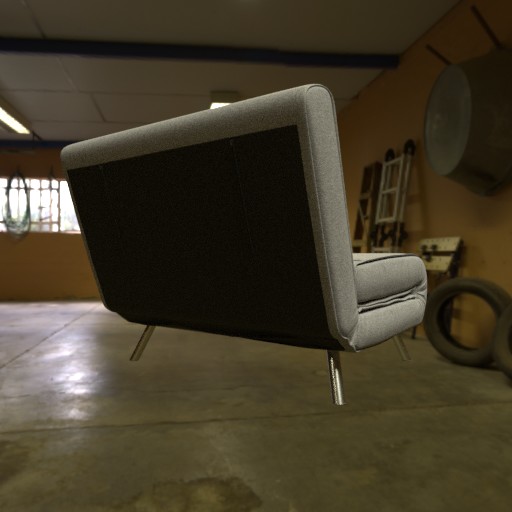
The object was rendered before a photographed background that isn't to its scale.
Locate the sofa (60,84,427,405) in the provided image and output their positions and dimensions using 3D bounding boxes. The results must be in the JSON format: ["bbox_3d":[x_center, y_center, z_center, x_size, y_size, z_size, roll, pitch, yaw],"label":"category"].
[{"bbox_3d":[0.000,0.000,1.677,1.020,0.825,1.000,0,0,35],"label":"sofa"}]
